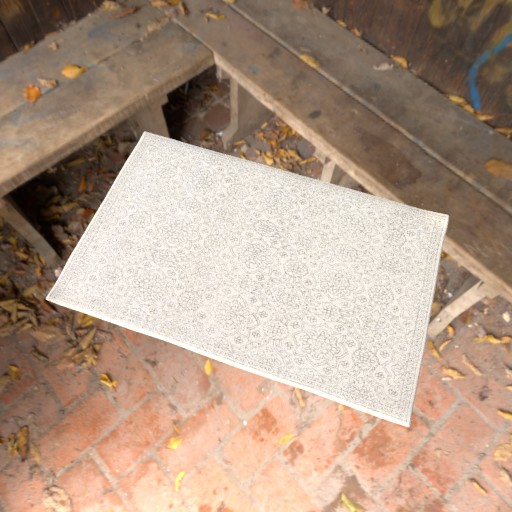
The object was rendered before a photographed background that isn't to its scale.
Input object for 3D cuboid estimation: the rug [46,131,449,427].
[{"bbox_3d":[0.000,0.000,2.456,1.947,0.023,1.214,17,65,8],"label":"rug"}]
